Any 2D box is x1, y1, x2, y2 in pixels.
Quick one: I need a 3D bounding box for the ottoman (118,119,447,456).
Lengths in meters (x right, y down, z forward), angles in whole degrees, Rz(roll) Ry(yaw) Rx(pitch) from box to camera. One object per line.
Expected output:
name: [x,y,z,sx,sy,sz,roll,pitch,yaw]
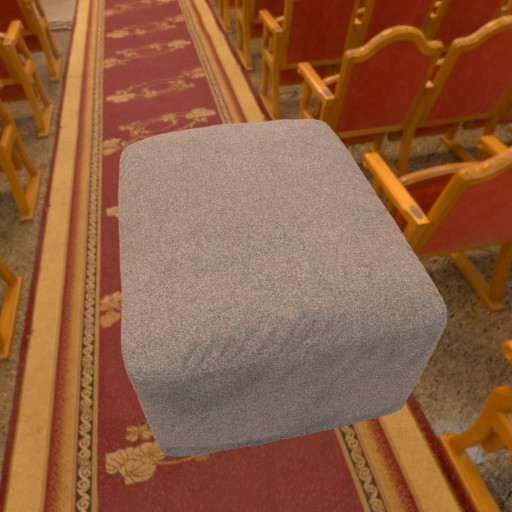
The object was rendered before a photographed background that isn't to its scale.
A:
ottoman: [0.000,0.000,1.220,0.683,0.481,0.837,-9,48,-9]
